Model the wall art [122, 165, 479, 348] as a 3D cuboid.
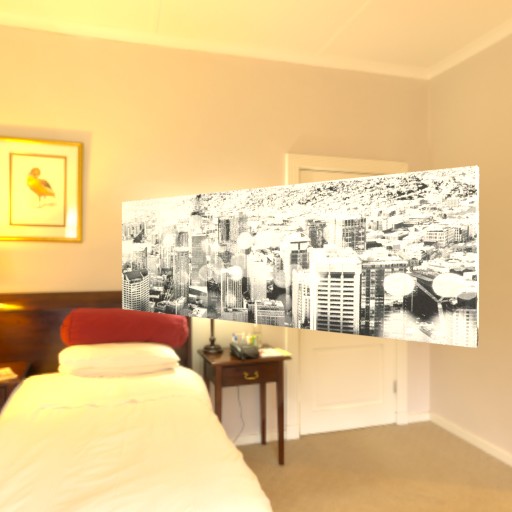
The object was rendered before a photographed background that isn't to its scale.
[{"bbox_3d":[0.000,0.000,1.682,1.520,0.507,0.044,0,0,35],"label":"wall art"}]
